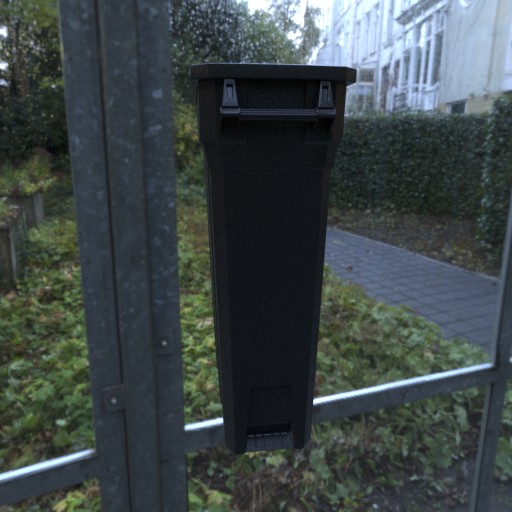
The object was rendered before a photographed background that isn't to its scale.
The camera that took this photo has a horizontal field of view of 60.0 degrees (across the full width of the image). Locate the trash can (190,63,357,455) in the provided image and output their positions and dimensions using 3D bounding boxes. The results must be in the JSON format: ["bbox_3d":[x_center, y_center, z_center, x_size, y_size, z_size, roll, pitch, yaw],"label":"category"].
[{"bbox_3d":[0.000,0.000,1.058,0.281,0.762,0.559,-2,14,-8],"label":"trash can"}]
